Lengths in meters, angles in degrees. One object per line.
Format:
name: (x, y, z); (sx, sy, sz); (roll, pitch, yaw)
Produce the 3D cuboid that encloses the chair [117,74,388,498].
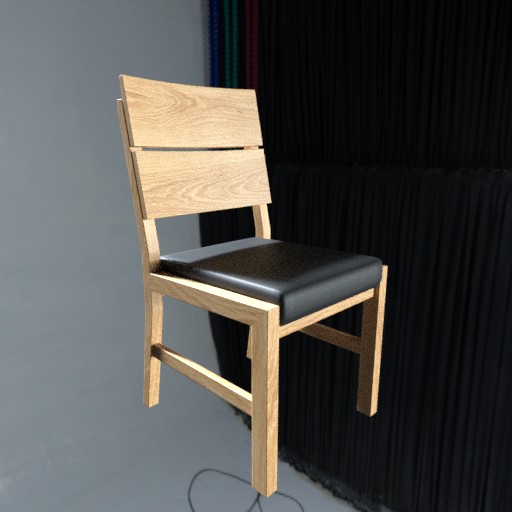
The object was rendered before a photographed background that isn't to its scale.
chair: (0.000, 0.000, 1.239); (0.475, 0.950, 0.569); (-14, 20, -43)
